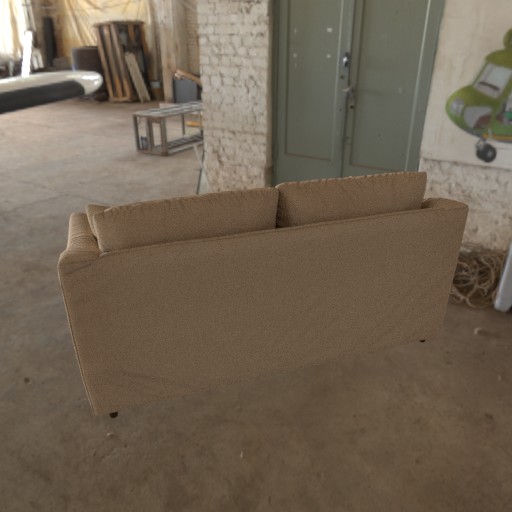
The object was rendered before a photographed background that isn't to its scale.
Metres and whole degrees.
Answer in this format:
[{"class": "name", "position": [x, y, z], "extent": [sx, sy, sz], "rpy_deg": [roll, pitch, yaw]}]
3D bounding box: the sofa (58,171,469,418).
[{"class": "sofa", "position": [0.000, 0.000, 2.590], "extent": [2.010, 1.018, 1.072], "rpy_deg": [-9, 27, -17]}]
